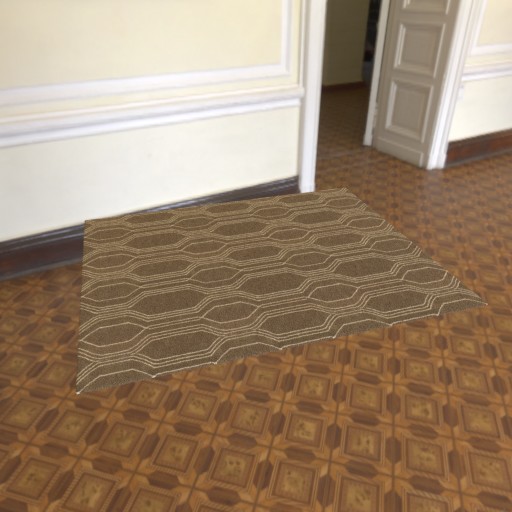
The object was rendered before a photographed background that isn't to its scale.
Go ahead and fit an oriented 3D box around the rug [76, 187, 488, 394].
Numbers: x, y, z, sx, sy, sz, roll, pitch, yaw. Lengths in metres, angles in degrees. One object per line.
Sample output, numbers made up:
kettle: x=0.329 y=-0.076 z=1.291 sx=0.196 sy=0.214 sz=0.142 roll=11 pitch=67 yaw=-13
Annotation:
rug: x=0.000 y=0.000 z=4.099 sx=3.062 sy=0.012 sz=2.457 roll=-9 pitch=33 yaw=-14
